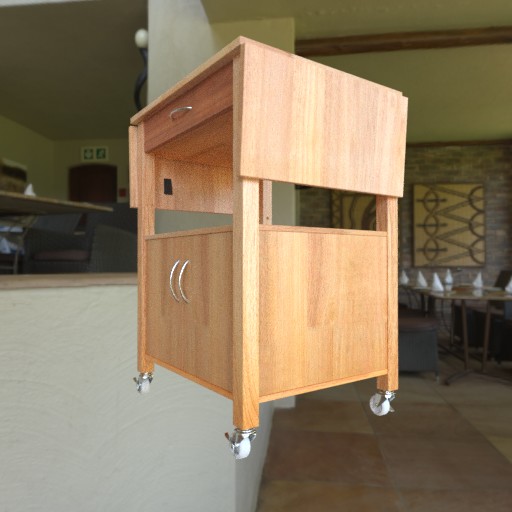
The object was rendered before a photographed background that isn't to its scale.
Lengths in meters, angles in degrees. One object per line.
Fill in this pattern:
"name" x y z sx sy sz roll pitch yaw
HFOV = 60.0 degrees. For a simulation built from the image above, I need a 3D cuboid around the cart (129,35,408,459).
"cart" 0.000 0.000 1.238 0.508 0.838 0.640 0 -1 -35
